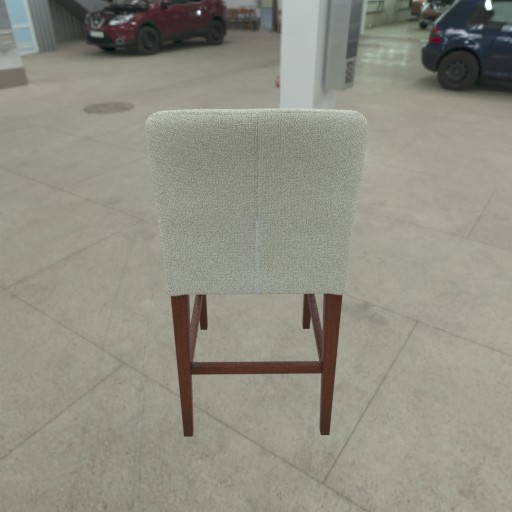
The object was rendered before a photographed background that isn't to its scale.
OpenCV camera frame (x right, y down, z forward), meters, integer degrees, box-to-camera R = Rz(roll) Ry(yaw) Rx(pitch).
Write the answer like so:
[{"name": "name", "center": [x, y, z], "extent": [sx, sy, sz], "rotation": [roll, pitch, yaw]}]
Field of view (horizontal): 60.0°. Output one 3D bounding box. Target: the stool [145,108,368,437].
[{"name": "stool", "center": [0.000, 0.000, 1.308], "extent": [0.481, 0.969, 0.568], "rotation": [0, 32, -1]}]
